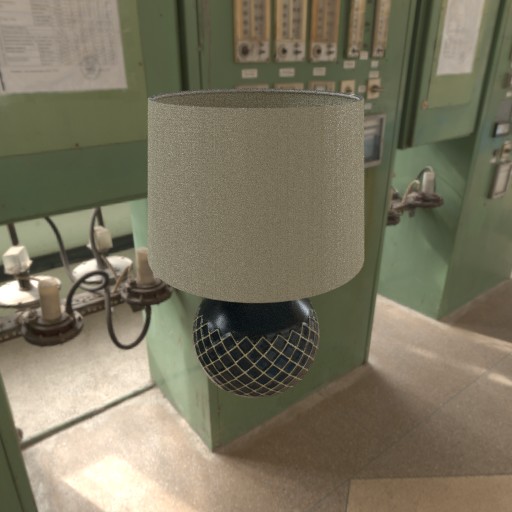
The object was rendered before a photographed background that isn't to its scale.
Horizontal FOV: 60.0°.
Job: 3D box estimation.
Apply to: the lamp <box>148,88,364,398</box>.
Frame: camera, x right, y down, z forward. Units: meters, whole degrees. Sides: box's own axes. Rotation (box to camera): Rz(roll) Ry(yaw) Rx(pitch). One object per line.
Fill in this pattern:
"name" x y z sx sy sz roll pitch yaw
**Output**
"lamp" 0.000 0.000 0.793 0.376 0.540 0.376 0 25 0
